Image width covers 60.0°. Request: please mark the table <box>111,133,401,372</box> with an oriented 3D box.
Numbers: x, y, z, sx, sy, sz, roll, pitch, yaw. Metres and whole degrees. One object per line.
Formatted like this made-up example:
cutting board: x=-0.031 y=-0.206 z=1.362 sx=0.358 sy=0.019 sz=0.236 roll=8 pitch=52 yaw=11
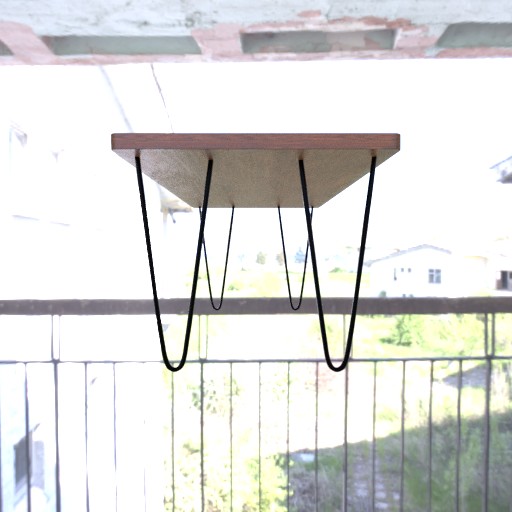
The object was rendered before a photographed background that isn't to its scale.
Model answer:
table: x=0.000 y=0.000 z=2.225 sx=0.883 sy=0.753 sz=1.791 roll=0 pitch=1 yaw=0
